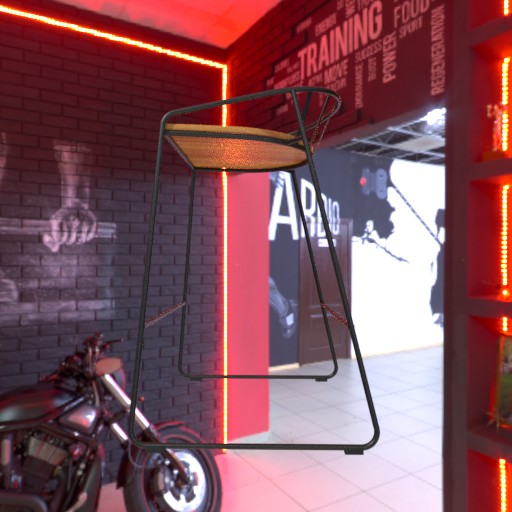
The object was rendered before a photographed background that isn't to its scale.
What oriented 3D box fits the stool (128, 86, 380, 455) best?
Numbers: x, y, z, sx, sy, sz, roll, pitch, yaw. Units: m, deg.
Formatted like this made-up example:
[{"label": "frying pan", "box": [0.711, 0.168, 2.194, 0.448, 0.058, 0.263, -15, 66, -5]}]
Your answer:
[{"label": "stool", "box": [0.000, 0.000, 1.181, 0.521, 0.812, 0.546, 0, 0, 1]}]
